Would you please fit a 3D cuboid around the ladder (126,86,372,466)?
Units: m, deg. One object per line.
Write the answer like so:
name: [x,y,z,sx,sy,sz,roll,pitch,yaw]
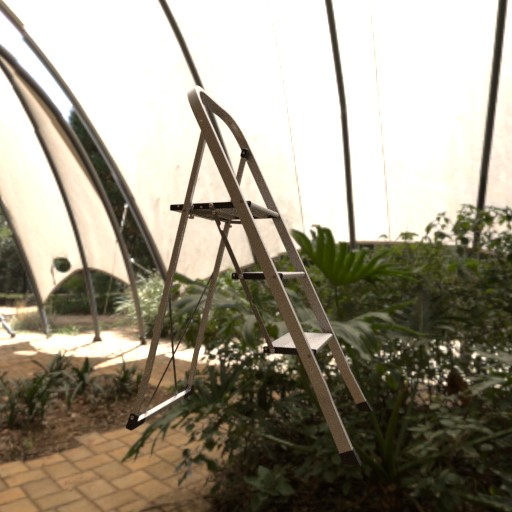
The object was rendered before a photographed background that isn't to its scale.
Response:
ladder: [0.000,0.000,1.452,0.704,1.070,0.465,0,-2,18]
